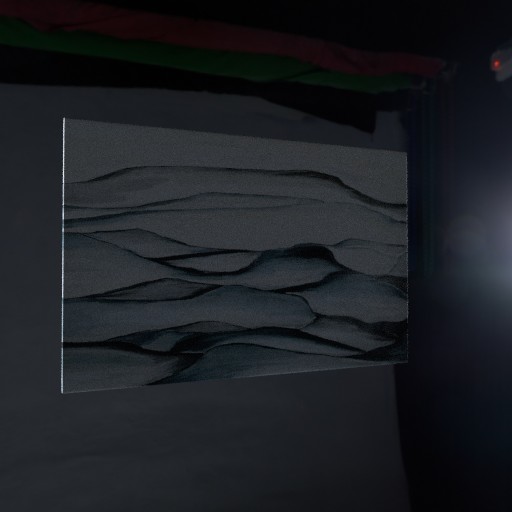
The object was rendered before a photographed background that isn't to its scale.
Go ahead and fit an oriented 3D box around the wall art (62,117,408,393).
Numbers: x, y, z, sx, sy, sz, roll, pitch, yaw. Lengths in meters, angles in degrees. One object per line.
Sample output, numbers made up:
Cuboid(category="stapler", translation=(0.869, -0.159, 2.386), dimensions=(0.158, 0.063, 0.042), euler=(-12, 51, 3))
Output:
Cuboid(category="wall art", translation=(0.000, 0.000, 1.144), dimensions=(0.914, 0.609, 0.039), euler=(0, -1, -19))
